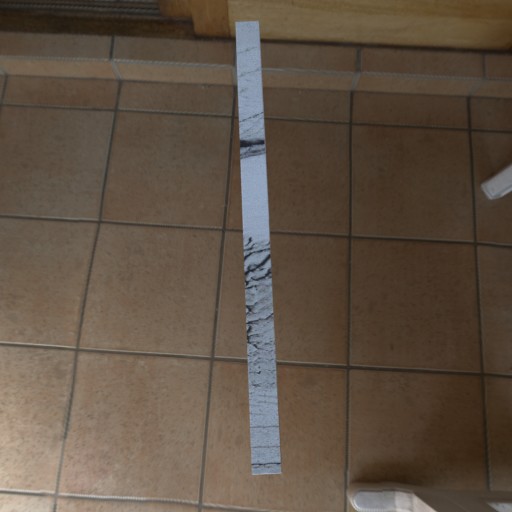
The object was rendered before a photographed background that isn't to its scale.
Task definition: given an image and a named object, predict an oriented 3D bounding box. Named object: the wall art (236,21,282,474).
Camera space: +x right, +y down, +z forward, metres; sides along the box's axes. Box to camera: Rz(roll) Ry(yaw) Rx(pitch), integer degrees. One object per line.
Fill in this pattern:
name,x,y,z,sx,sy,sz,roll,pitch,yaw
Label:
wall art,0.000,0.000,0.778,0.035,0.407,0.613,-2,77,-1
